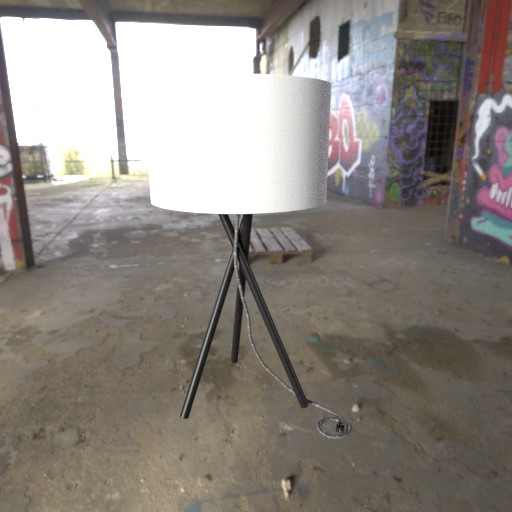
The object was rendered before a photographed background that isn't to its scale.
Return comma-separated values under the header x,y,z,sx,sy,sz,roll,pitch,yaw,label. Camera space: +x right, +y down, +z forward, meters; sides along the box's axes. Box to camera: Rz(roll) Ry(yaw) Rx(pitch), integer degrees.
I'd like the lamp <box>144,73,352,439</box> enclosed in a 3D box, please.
x,y,z,sx,sy,sz,roll,pitch,yaw,label
0.000,0.000,0.934,0.422,0.674,0.353,2,15,9,lamp
